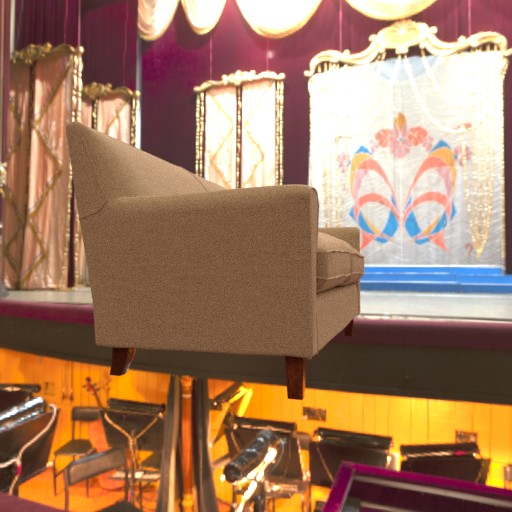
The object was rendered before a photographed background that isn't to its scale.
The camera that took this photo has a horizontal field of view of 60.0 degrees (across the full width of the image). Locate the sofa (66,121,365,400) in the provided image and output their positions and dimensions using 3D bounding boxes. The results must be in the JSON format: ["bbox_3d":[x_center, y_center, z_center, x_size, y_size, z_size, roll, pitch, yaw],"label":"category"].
[{"bbox_3d":[0.000,0.000,2.056,0.891,0.892,1.482,-1,-2,19],"label":"sofa"}]
